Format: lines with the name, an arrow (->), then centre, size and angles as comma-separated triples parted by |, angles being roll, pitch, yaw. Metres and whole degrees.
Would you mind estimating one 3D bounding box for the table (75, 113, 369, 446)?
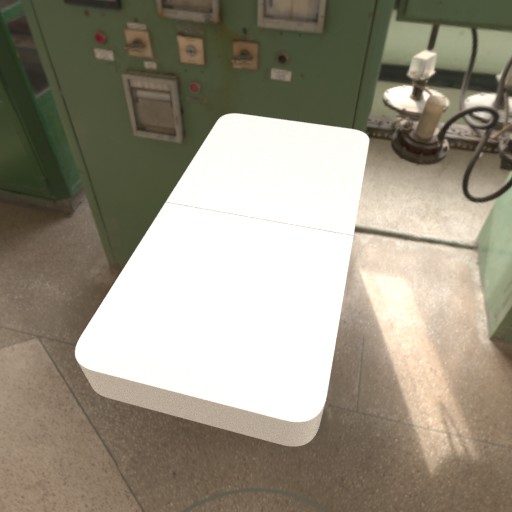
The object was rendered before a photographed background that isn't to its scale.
table -> 0.000, 0.000, 1.493 | 0.600, 0.340, 1.200 | 11, 48, 10
